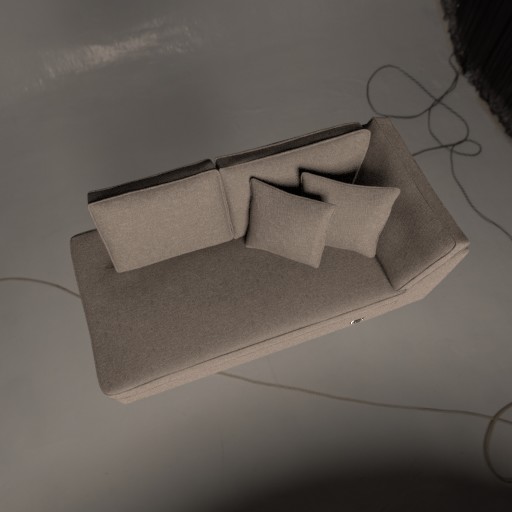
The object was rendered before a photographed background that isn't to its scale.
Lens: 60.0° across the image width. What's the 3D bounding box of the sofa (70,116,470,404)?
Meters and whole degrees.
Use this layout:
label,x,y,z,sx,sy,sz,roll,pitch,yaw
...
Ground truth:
label,x,y,z,sx,sy,sz,roll,pitch,yaw
sofa,0.000,0.000,2.837,2.237,1.033,1.110,-18,66,-8
